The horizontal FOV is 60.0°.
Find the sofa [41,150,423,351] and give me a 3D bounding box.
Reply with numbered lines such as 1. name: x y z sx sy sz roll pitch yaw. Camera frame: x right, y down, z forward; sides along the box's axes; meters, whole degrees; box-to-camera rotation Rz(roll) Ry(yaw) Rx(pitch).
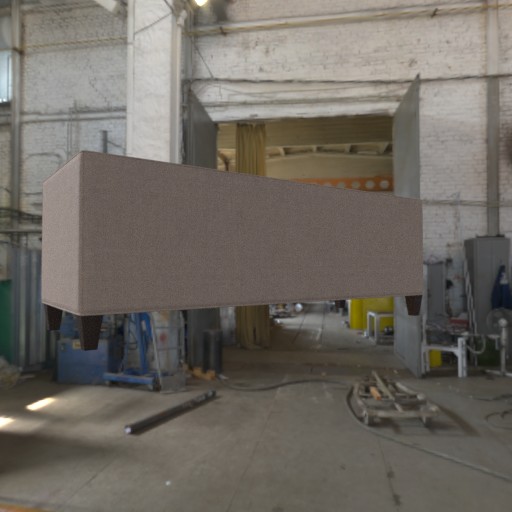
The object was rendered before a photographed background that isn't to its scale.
1. sofa: 0.000 0.000 2.589 2.159 0.762 0.775 1 -2 -36
